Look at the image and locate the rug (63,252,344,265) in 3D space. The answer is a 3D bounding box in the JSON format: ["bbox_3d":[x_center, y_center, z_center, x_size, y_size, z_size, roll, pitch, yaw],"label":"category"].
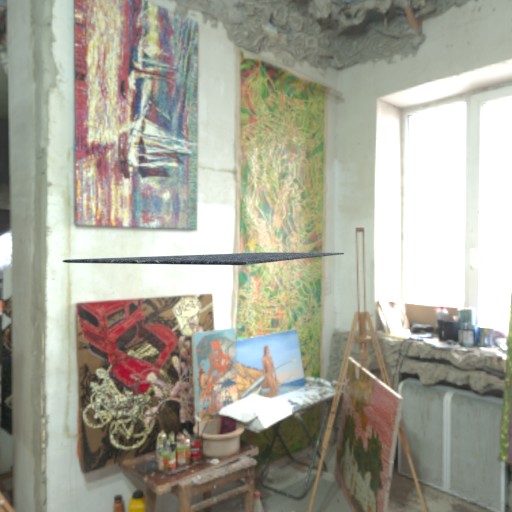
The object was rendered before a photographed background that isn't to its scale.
[{"bbox_3d":[0.000,0.000,2.586,0.719,0.013,2.306,0,1,19],"label":"rug"}]
